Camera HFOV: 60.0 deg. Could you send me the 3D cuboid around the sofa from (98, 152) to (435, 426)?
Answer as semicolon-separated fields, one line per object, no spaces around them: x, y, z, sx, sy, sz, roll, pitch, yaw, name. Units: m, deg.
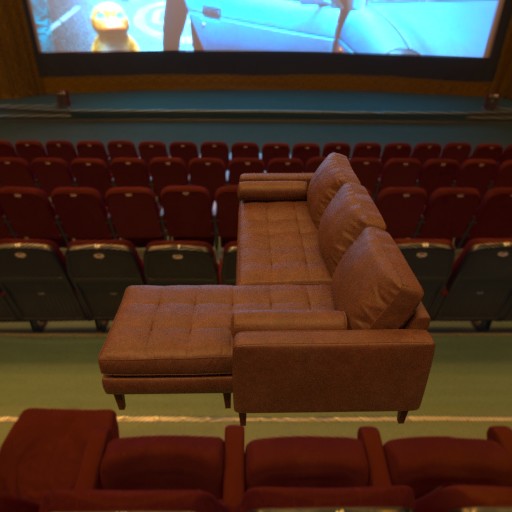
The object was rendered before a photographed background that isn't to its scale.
0.000;0.000;2.995;1.613;0.841;2.185;-1;31;-1;sofa
